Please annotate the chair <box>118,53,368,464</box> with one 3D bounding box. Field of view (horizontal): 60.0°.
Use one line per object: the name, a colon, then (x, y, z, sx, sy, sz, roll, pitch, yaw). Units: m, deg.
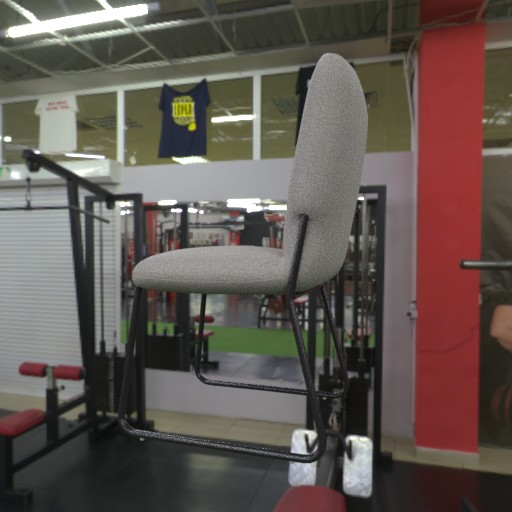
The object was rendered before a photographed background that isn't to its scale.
chair: (0.000, 0.000, 1.174, 0.560, 0.864, 0.448, 0, 1, 18)
